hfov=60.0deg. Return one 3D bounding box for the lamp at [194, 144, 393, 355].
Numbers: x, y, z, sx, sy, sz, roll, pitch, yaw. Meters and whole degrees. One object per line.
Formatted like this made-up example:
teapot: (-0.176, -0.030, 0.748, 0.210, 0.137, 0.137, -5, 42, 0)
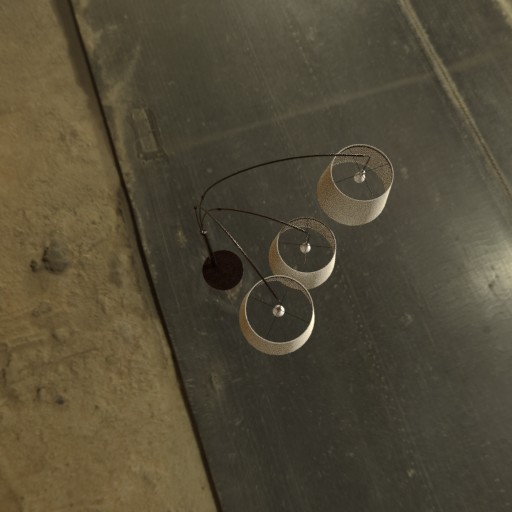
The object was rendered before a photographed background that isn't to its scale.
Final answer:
lamp: (0.000, 0.000, 2.545, 0.924, 1.950, 0.951, 32, 77, 9)
